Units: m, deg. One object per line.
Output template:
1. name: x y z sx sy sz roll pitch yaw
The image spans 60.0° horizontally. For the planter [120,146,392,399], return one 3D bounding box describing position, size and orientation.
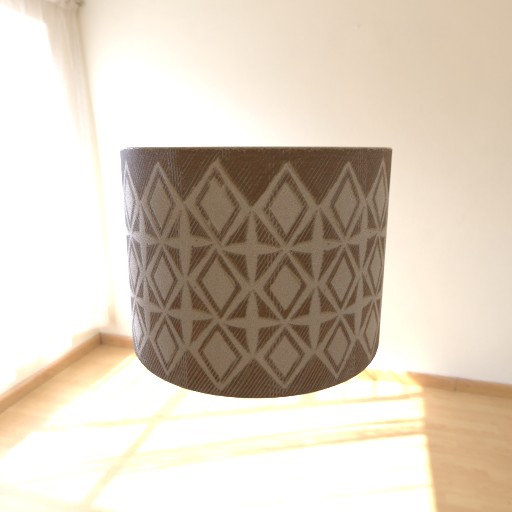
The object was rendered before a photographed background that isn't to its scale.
1. planter: 0.000 0.000 0.346 0.193 0.165 0.193 0 13 0
